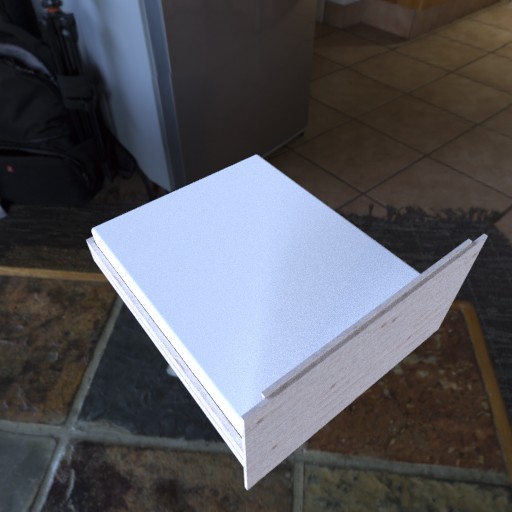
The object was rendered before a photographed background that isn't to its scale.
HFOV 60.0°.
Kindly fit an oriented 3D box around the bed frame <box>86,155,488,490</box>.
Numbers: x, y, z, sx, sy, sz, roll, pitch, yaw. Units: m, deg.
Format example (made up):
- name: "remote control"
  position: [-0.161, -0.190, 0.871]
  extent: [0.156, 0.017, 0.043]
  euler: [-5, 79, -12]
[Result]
- name: "bed frame"
  position: [0.000, 0.000, 3.075]
  extent: [1.750, 0.970, 2.080]
  euler: [-30, 54, -25]
